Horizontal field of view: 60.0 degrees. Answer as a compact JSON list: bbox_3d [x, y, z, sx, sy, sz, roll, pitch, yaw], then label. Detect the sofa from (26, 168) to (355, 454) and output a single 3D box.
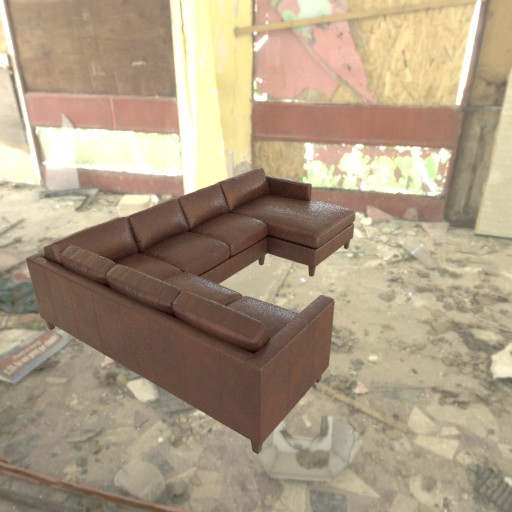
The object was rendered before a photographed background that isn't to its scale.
[{"bbox_3d":[0.000,0.000,4.458,2.452,0.891,3.324,17,31,32],"label":"sofa"}]
